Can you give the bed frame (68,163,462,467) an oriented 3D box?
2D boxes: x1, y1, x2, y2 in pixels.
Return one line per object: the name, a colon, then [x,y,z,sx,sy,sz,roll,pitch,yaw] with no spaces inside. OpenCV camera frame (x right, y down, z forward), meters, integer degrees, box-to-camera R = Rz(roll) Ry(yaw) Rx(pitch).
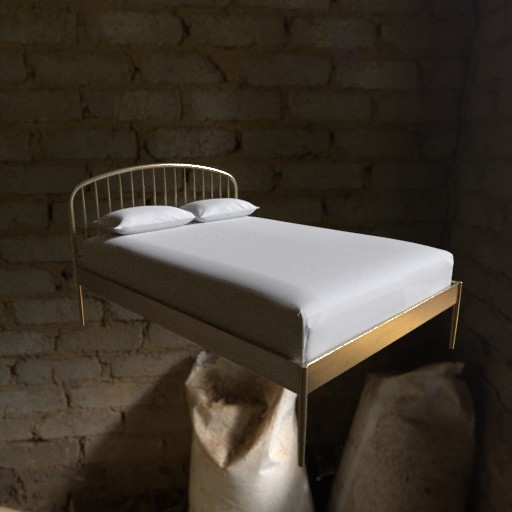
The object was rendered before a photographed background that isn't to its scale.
bed frame: [0.000,0.000,3.006,1.612,1.175,2.152,-14,20,-43]
